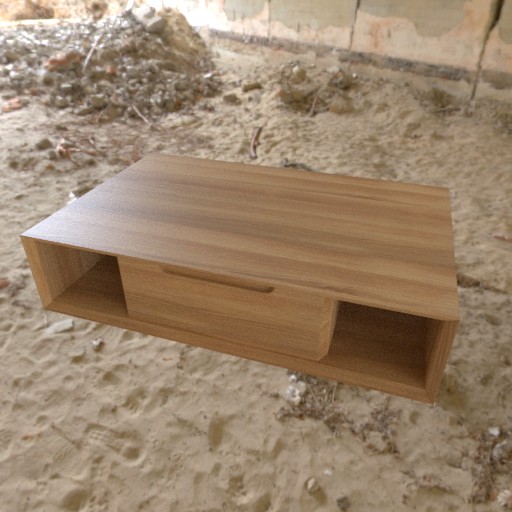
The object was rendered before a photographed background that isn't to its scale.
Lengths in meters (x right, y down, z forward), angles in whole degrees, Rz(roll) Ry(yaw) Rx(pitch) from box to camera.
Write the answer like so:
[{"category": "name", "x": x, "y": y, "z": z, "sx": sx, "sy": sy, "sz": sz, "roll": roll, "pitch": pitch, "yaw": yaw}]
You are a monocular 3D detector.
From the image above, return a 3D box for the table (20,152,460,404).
[{"category": "table", "x": 0.000, "y": 0.000, "z": 1.407, "sx": 1.100, "sy": 0.330, "sz": 0.700, "roll": 10, "pitch": 33, "yaw": 16}]
